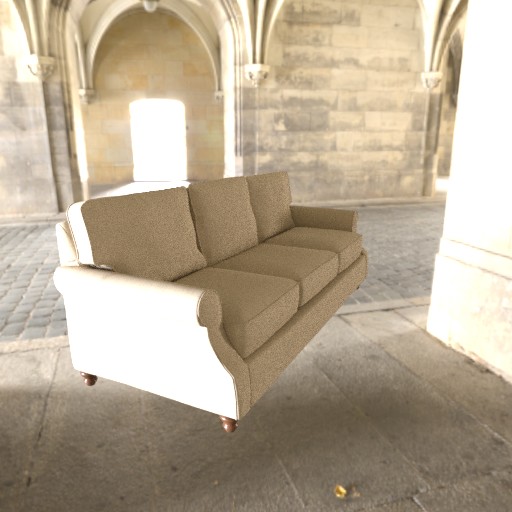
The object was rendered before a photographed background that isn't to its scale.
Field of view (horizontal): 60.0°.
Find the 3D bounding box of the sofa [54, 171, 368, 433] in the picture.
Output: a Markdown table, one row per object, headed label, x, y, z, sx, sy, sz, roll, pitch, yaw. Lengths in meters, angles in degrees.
| label | x | y | z | sx | sy | sz | roll | pitch | yaw |
| --- | --- | --- | --- | --- | --- | --- | --- | --- | --- |
| sofa | 0.000 | 0.000 | 2.800 | 0.966 | 0.948 | 2.354 | 7 | 16 | 26 |
